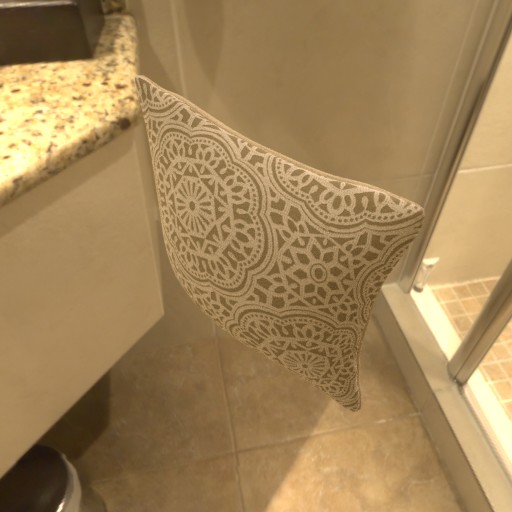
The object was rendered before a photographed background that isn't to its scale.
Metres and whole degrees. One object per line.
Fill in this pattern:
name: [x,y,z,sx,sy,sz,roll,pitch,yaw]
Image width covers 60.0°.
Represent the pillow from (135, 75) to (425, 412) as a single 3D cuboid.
pillow: [0.000,0.000,0.658,0.438,0.421,0.167,33,54,27]
